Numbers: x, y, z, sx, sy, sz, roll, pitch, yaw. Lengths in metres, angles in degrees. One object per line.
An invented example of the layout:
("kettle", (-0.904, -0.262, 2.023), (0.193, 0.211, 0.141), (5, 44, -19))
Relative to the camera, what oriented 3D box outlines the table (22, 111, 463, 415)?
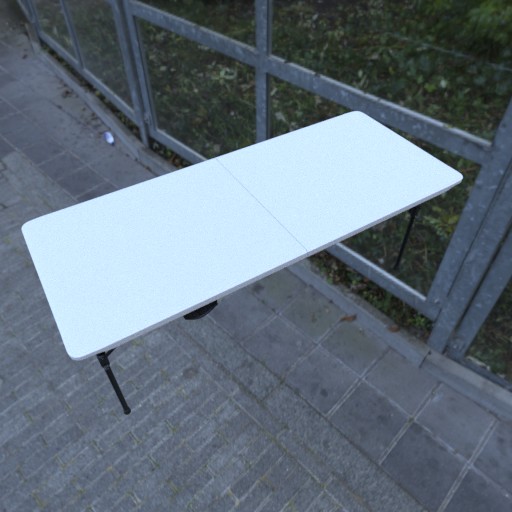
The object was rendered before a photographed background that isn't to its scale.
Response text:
("table", (0.000, 0.000, 2.194), (1.829, 0.719, 0.761), (-24, 51, -22))
